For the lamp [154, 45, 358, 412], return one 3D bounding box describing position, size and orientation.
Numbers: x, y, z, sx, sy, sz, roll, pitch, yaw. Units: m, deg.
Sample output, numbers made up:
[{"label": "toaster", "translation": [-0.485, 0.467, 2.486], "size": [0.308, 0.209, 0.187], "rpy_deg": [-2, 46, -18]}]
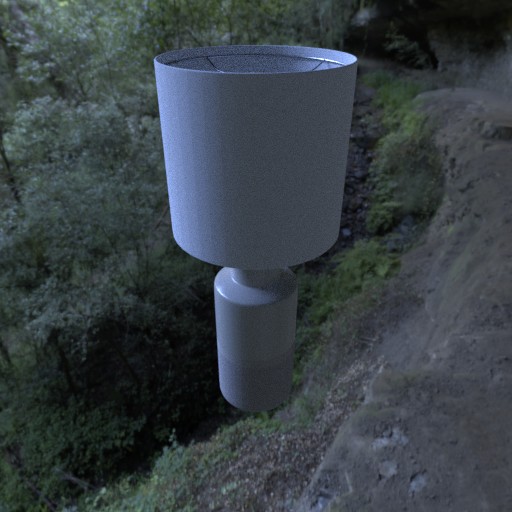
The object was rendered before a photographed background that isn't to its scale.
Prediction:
[{"label": "lamp", "translation": [0.000, 0.000, 0.596], "size": [0.212, 0.493, 0.212], "rpy_deg": [-21, 37, -30]}]
